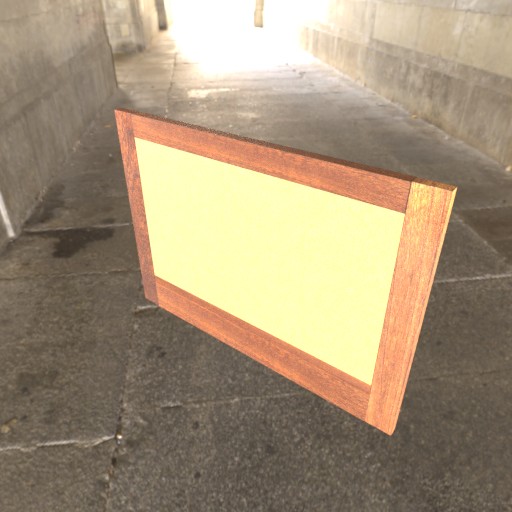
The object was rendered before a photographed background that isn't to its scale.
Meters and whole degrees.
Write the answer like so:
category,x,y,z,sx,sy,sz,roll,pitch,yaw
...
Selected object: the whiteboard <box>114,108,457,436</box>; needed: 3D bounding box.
category,x,y,z,sx,sy,sz,roll,pitch,yaw
whiteboard,0.000,0.000,1.020,0.783,0.559,0.083,22,38,31
